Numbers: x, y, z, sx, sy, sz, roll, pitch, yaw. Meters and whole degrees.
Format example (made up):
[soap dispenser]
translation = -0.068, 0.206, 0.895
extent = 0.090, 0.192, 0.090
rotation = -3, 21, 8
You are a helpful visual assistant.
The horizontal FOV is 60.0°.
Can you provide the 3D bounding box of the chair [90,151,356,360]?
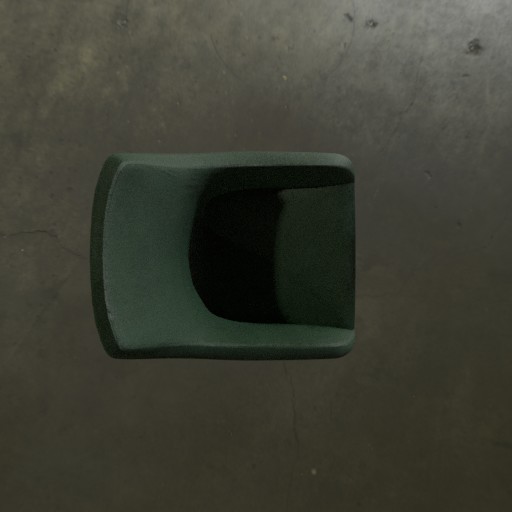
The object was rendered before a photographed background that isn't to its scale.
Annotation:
[chair]
translation = 0.000, 0.000, 1.576
extent = 0.794, 1.081, 0.683
rotation = 0, 90, 0
